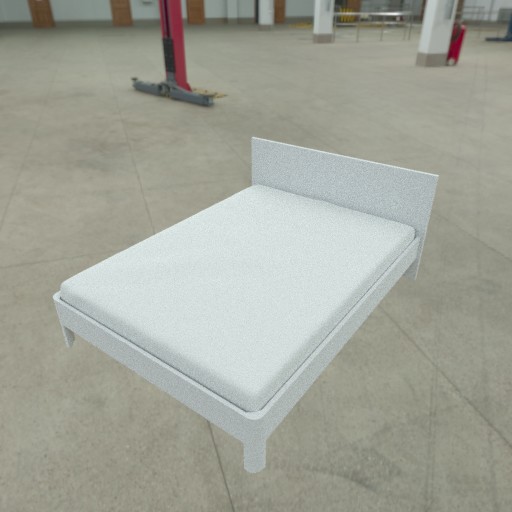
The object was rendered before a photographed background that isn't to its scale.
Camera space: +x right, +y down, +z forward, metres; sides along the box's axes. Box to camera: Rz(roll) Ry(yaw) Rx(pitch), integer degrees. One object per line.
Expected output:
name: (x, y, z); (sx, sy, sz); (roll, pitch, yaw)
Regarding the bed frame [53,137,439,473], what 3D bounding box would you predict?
bed frame: (0.000, 0.000, 2.765); (1.490, 0.800, 1.950); (21, 36, 31)
